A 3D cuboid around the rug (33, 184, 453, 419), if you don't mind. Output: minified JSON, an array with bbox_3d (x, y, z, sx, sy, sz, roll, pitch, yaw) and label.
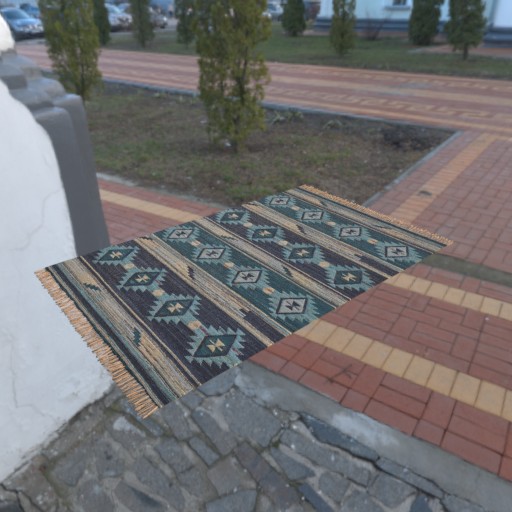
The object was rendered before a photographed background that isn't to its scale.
[{"bbox_3d":[0.000,0.000,2.350,1.936,0.028,1.181,-22,36,-34],"label":"rug"}]
